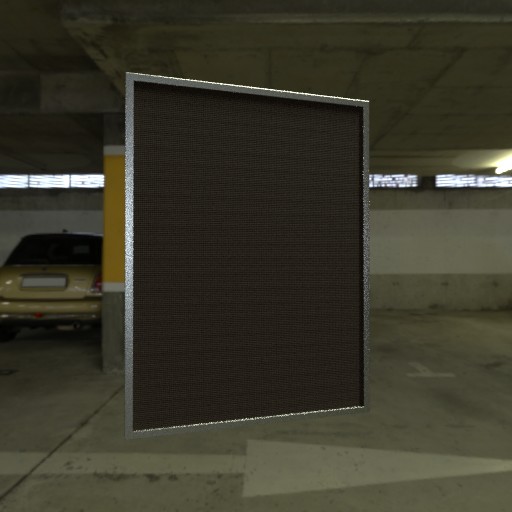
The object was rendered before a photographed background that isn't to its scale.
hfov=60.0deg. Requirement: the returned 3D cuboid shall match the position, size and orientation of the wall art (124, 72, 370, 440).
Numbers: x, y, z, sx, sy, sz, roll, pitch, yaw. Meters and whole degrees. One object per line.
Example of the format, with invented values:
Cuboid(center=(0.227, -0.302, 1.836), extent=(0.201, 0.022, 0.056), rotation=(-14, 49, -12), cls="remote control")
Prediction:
Cuboid(center=(0.000, 0.000, 1.412), extent=(0.801, 1.062, 0.037), rotation=(0, -1, -17), cls="wall art")
